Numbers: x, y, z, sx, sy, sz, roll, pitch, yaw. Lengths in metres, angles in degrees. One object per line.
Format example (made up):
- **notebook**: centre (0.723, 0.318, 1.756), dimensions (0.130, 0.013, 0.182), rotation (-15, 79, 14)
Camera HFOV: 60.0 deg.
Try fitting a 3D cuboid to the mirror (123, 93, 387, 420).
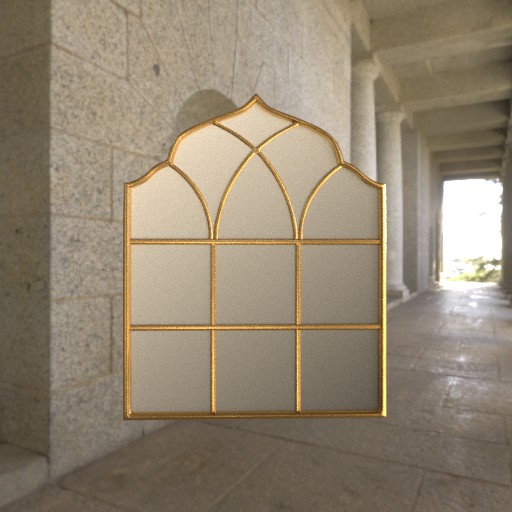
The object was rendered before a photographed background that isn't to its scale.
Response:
- **mirror**: centre (0.000, 0.000, 0.862), dimensions (0.513, 0.635, 0.018), rotation (0, 0, -2)
